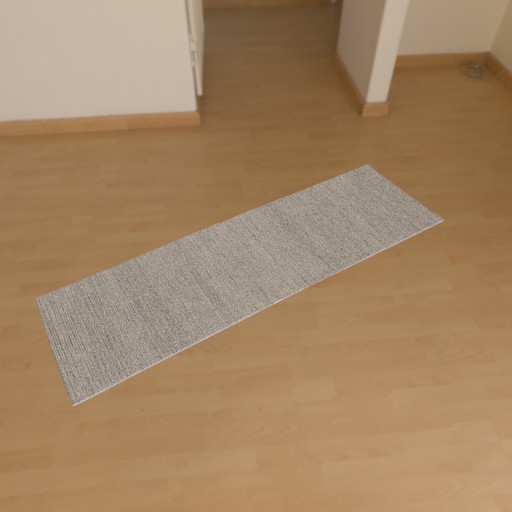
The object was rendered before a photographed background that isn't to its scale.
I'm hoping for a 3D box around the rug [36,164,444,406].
[{"bbox_3d":[0.000,0.000,2.549,2.320,0.032,0.692,-24,52,-21],"label":"rug"}]
